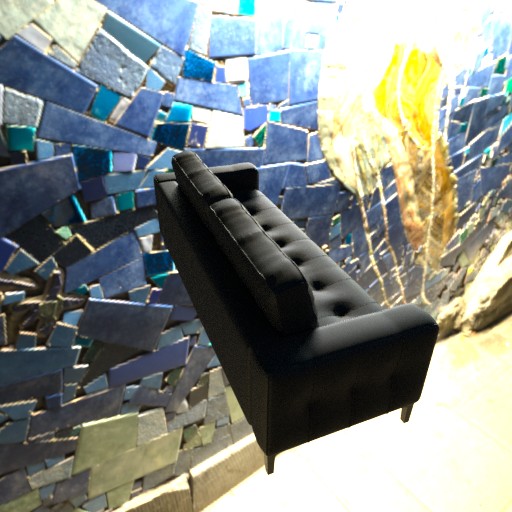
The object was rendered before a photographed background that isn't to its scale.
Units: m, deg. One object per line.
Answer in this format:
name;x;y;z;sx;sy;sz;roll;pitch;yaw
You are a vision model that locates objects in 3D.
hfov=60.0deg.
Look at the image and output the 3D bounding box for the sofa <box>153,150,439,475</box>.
sofa;0.000;0.000;2.744;0.833;0.893;2.275;-12;33;-19
